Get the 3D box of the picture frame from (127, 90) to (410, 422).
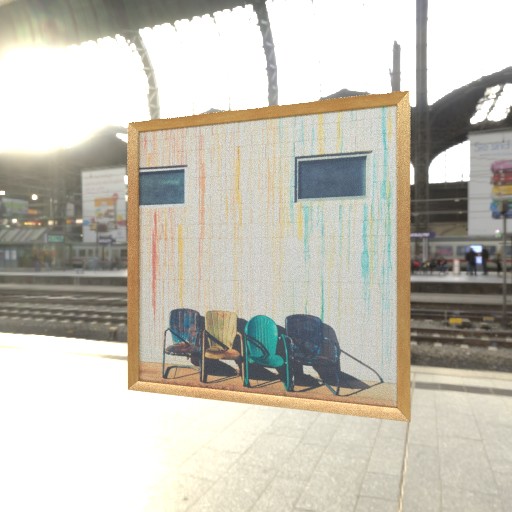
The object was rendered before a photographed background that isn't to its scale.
[{"bbox_3d":[0.000,0.000,1.153,0.758,0.761,0.037,0,0,19],"label":"picture frame"}]
